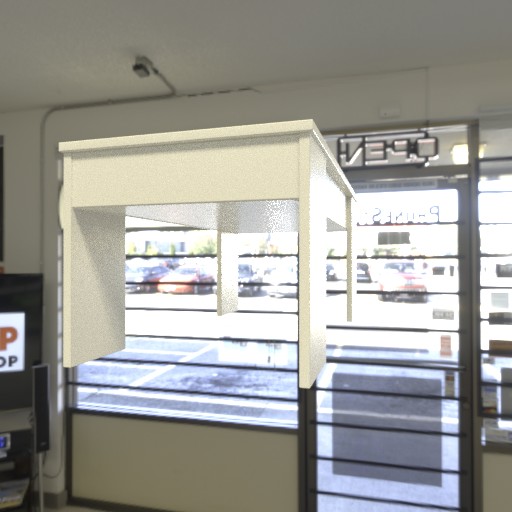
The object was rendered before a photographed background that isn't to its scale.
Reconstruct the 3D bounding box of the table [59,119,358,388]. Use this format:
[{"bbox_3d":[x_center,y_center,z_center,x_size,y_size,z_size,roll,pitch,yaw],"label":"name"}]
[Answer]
[{"bbox_3d":[0.000,0.000,1.269,0.500,0.440,1.000,0,0,17],"label":"table"}]
